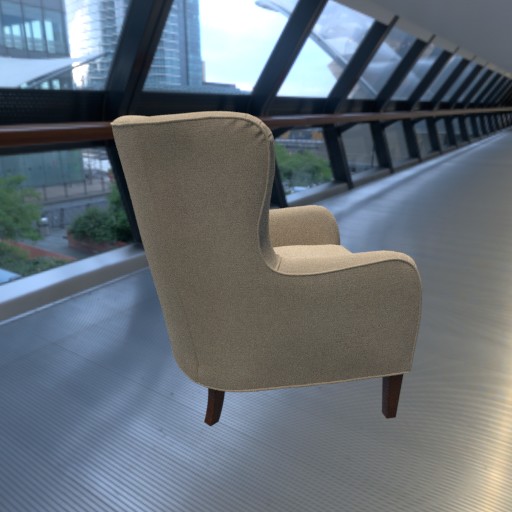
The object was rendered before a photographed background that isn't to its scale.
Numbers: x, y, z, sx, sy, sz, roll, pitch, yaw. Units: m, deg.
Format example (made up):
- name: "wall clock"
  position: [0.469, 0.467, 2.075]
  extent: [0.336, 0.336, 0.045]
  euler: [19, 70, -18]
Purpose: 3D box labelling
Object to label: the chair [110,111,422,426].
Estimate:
- name: "chair"
  position: [0.000, 0.000, 1.691]
  extent: [0.966, 1.040, 0.838]
  euler: [-3, 18, -11]
